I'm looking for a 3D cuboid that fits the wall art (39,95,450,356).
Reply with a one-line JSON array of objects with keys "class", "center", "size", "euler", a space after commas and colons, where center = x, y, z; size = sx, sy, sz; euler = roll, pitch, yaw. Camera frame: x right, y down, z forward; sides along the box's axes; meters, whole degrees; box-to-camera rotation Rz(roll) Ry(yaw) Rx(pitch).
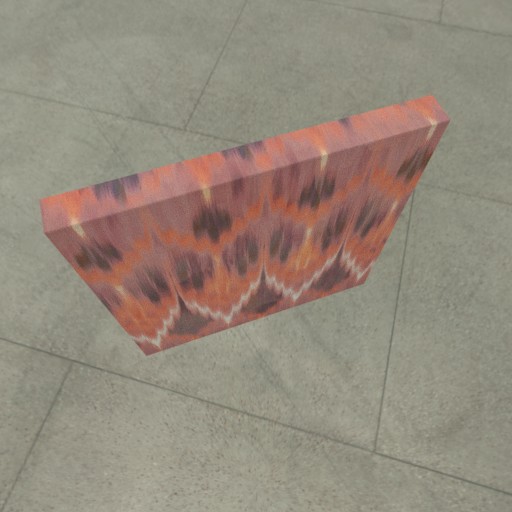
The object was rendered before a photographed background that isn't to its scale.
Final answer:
[{"class": "wall art", "center": [0.000, 0.000, 0.603], "size": [0.403, 0.406, 0.038], "euler": [-17, 64, -9]}]
